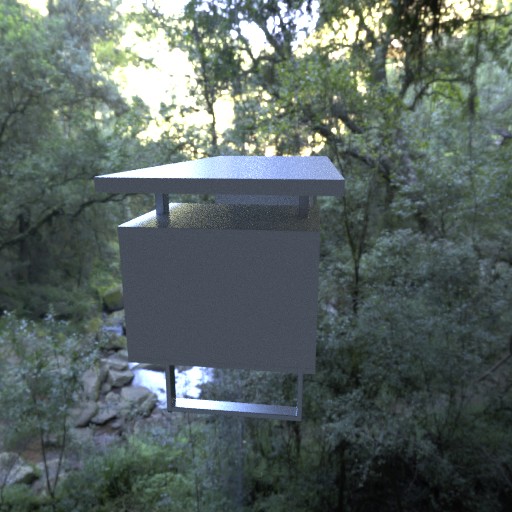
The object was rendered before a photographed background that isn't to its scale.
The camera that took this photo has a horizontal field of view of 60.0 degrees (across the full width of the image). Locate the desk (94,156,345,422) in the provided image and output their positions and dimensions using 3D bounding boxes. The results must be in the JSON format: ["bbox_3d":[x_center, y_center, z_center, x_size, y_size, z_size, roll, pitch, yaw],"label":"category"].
[{"bbox_3d":[0.000,0.000,1.874,0.603,0.773,1.530,2,15,7],"label":"desk"}]
